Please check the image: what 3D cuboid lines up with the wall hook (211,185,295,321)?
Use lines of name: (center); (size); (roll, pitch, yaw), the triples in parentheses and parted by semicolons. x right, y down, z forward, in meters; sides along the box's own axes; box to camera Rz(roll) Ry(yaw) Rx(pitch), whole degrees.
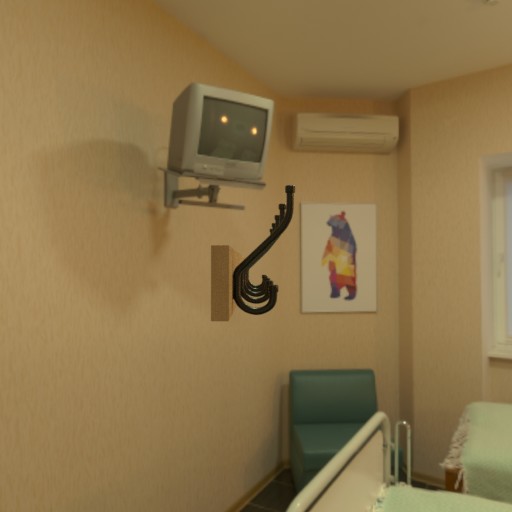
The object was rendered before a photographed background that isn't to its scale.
wall hook: (0.000, 0.000, 0.633); (0.071, 0.117, 0.571); (0, -1, 0)
